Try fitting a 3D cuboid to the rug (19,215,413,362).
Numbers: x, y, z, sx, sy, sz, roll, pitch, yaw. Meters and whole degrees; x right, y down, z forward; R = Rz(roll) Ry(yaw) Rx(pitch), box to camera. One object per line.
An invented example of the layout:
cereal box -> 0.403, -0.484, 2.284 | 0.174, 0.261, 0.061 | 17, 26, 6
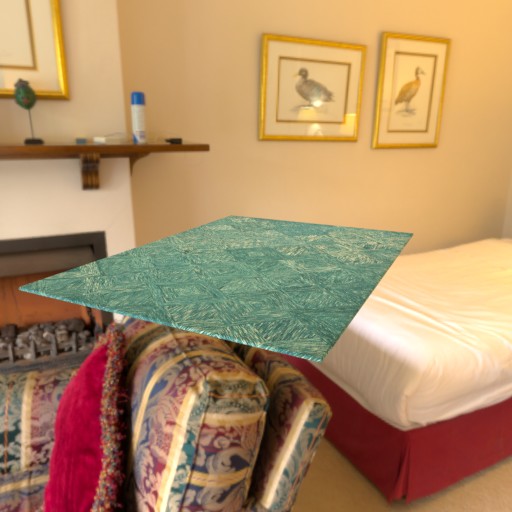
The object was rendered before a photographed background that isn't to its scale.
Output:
rug -> 0.000, 0.000, 4.210 | 2.405, 0.027, 3.217 | 8, 18, 26
